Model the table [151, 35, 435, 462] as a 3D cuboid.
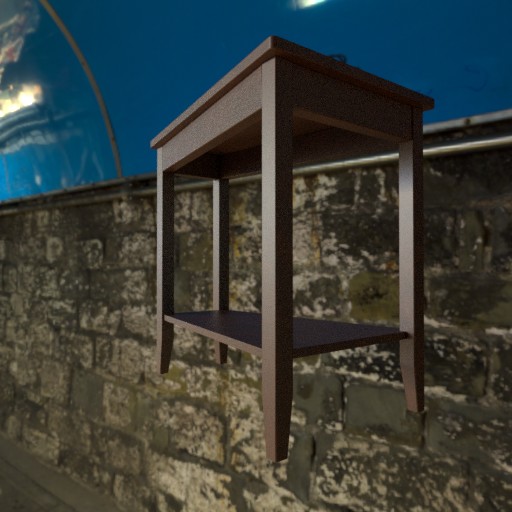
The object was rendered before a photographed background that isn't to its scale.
[{"bbox_3d":[0.000,0.000,0.956,0.399,0.589,0.605,1,-1,-37],"label":"table"}]
